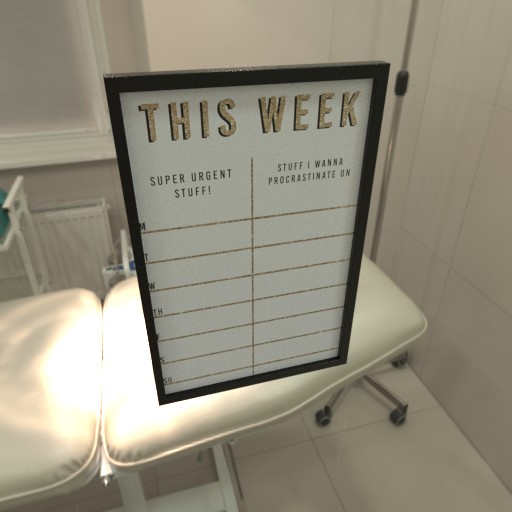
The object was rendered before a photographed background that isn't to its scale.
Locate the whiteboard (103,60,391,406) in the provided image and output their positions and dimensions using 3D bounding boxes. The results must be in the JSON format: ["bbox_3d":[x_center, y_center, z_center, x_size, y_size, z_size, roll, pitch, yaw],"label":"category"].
[{"bbox_3d":[0.000,0.000,0.772,0.406,0.611,0.026,-9,33,-14],"label":"whiteboard"}]
